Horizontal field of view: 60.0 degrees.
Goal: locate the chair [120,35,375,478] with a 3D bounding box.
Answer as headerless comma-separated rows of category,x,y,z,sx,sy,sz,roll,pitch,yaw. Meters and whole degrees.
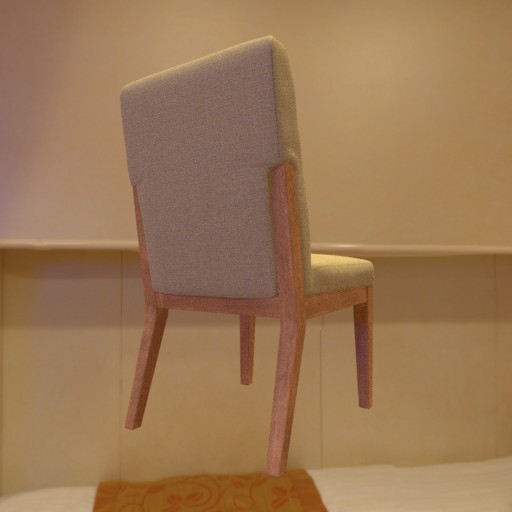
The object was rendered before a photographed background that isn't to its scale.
chair,0.000,0.000,1.257,0.507,0.911,0.586,-1,-1,35
